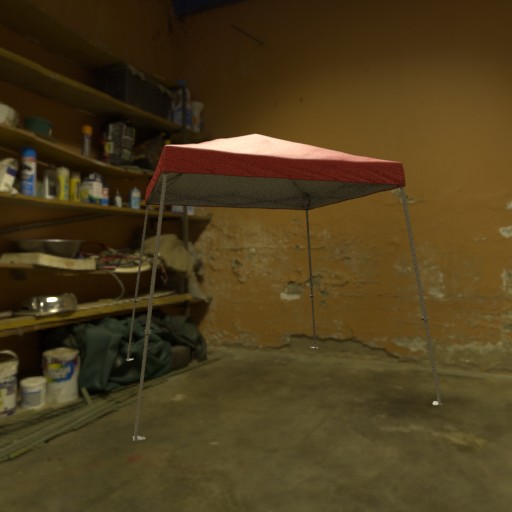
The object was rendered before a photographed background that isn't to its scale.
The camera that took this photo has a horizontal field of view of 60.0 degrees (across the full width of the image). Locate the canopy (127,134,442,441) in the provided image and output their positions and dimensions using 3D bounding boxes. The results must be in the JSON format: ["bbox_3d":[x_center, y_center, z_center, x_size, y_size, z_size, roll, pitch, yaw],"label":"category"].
[{"bbox_3d":[0.000,0.000,5.176,2.848,2.849,2.849,0,0,-17],"label":"canopy"}]
